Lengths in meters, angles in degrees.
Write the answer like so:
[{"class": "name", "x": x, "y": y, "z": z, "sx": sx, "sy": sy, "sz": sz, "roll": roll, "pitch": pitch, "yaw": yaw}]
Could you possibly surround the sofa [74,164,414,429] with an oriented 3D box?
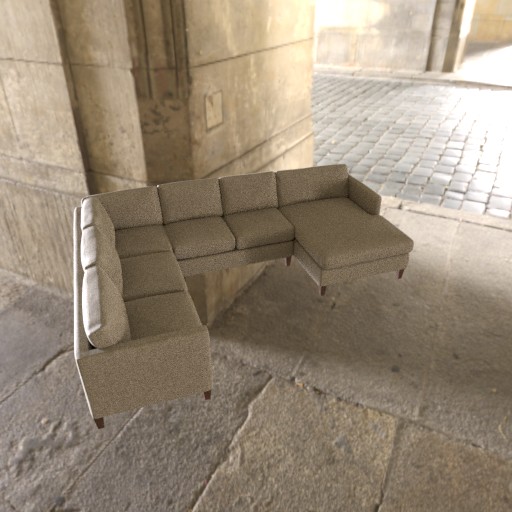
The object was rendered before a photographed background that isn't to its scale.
[{"class": "sofa", "x": 0.000, "y": 0.000, "z": 4.566, "sx": 3.460, "sy": 0.959, "sz": 2.593, "roll": -10, "pitch": 33, "yaw": -16}]
